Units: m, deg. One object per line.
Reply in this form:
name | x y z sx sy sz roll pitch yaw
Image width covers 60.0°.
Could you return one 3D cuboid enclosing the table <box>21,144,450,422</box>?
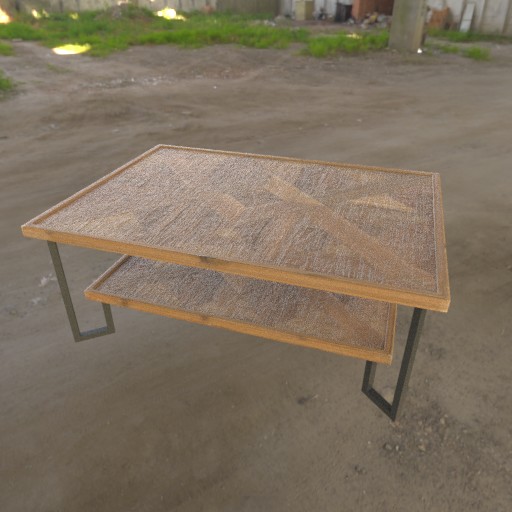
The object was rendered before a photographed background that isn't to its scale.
table | 0.000 0.000 1.680 1.238 0.492 0.877 10 32 15
